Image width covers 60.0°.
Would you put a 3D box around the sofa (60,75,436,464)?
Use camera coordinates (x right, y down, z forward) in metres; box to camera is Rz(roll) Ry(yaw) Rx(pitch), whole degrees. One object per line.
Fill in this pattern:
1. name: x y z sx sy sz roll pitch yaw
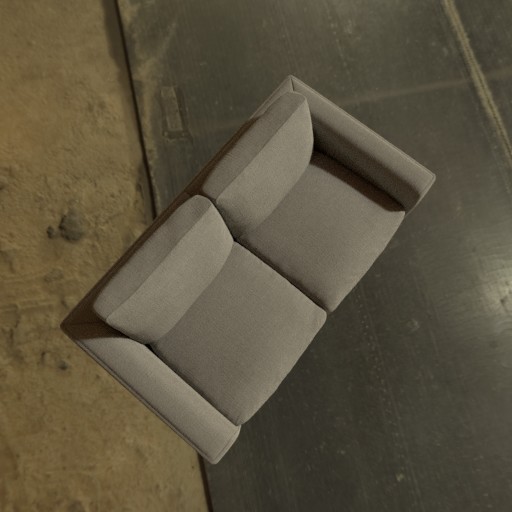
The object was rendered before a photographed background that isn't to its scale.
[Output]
1. sofa: 0.000 0.000 2.467 1.069 0.800 1.920 38 79 9
